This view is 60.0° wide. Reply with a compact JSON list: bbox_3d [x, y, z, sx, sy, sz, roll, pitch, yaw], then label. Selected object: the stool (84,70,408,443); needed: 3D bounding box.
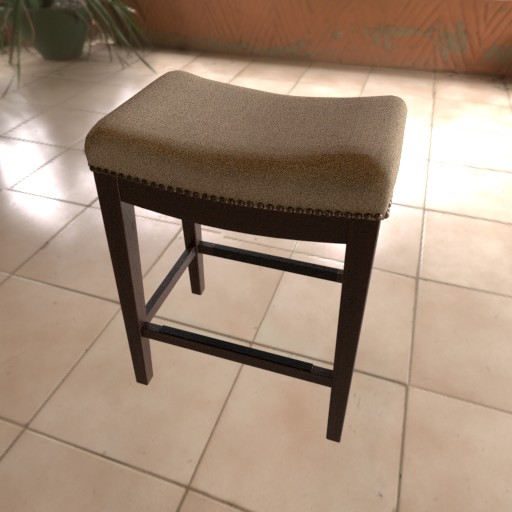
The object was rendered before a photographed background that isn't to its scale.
[{"bbox_3d":[0.000,0.000,0.963,0.509,0.669,0.363,12,41,14],"label":"stool"}]
